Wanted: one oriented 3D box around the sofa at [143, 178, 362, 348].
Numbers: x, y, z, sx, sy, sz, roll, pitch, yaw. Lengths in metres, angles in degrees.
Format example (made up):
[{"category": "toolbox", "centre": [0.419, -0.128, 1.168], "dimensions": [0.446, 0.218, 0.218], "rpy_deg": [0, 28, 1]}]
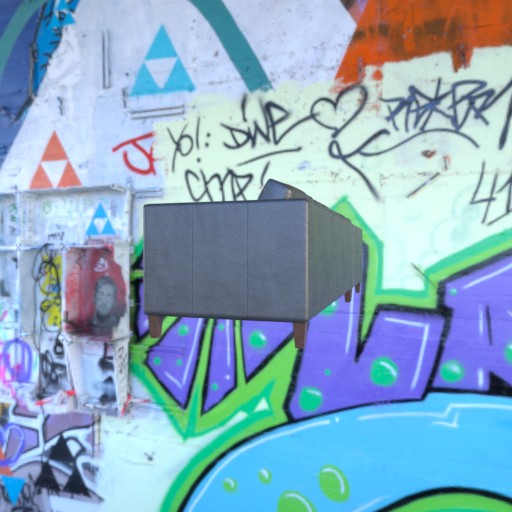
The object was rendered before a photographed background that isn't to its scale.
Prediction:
[{"category": "sofa", "centre": [0.000, 0.000, 3.924], "dimensions": [1.581, 0.883, 3.203], "rpy_deg": [0, 1, 18]}]
